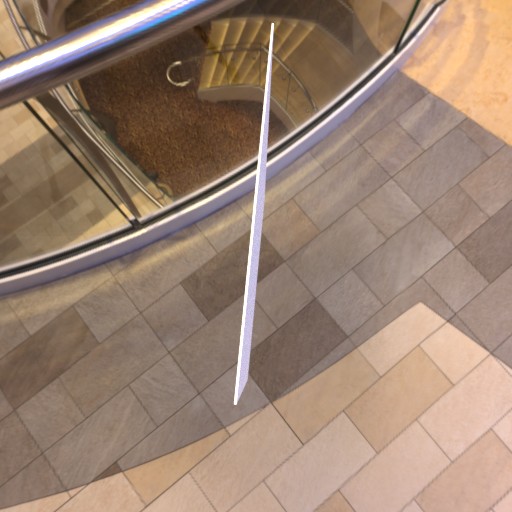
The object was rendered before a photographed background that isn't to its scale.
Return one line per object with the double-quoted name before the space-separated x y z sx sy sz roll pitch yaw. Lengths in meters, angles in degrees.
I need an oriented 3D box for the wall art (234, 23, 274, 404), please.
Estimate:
"wall art" 0.000 0.000 0.800 0.003 0.610 0.457 5 77 1
